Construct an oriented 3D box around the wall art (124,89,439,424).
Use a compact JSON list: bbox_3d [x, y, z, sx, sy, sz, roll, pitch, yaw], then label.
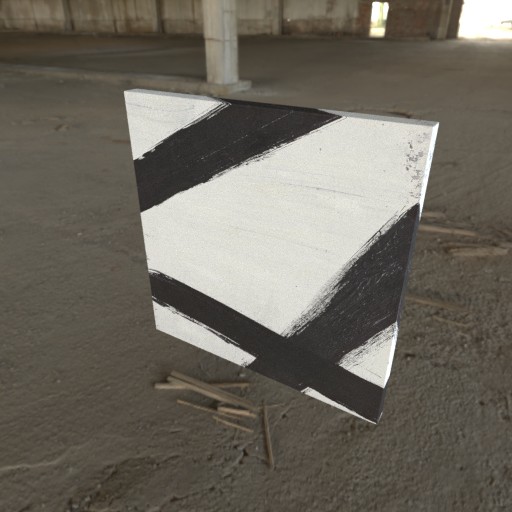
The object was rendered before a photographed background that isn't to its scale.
[{"bbox_3d":[0.000,0.000,1.161,0.765,0.765,0.046,16,33,27],"label":"wall art"}]
